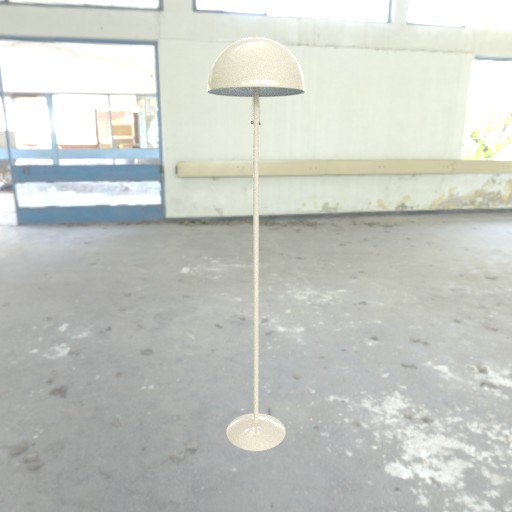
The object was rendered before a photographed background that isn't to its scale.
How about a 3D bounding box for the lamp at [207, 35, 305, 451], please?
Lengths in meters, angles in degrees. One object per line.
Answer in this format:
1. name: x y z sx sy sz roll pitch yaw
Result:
1. lamp: 0.000 0.000 1.626 0.328 1.480 0.328 -2 15 -8
